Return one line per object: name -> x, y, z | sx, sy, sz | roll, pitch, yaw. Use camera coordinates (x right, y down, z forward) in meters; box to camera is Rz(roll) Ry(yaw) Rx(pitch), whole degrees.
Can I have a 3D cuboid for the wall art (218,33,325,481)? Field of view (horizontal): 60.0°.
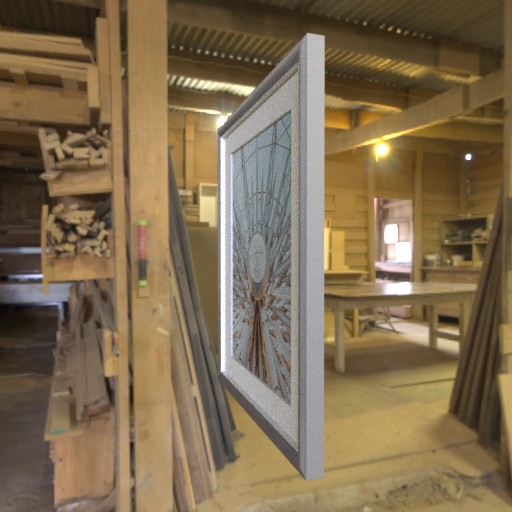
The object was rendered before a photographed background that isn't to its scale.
wall art -> 0.000, 0.000, 0.772 | 0.029, 0.558, 0.458 | 0, 1, -19
